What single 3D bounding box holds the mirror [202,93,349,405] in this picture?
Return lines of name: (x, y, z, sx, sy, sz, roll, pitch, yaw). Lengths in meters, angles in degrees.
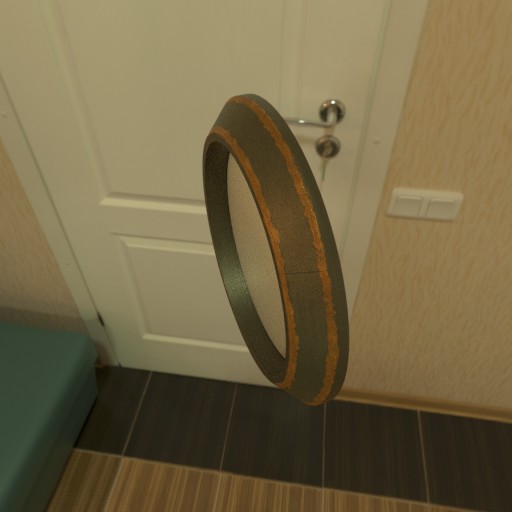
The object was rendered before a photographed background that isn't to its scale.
mirror: (0.000, 0.000, 1.326, 0.111, 0.907, 0.907, -15, 47, -15)
